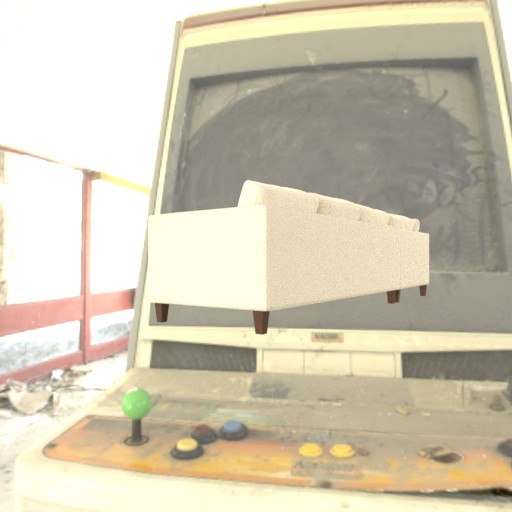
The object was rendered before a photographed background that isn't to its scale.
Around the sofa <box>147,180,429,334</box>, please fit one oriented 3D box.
[{"bbox_3d":[0.000,0.000,4.279,2.432,0.863,3.182,0,-1,36],"label":"sofa"}]
